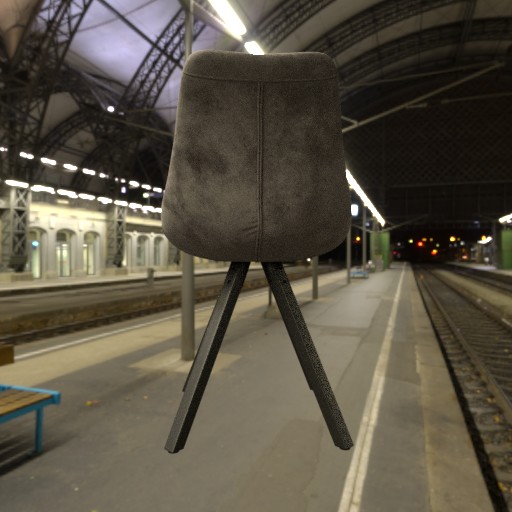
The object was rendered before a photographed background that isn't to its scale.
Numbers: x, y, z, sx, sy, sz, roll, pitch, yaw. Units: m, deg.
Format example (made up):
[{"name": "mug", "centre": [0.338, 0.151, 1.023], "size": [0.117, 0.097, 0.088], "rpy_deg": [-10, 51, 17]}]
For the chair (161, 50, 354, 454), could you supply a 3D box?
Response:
[{"name": "chair", "centre": [0.000, 0.000, 1.174], "size": [0.485, 0.850, 0.550], "rpy_deg": [0, 0, -2]}]
